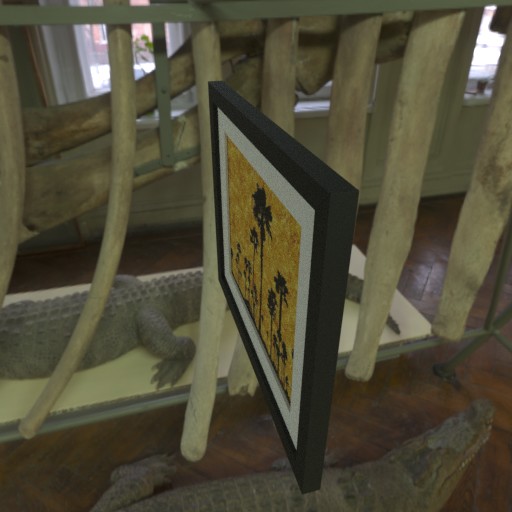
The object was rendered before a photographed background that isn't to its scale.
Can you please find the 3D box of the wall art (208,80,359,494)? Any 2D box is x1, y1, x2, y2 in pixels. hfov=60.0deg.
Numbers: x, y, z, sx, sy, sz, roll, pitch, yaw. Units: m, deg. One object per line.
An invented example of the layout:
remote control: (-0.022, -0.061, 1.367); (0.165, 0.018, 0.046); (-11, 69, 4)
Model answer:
wall art: (0.000, 0.000, 0.740); (0.028, 0.460, 0.561); (-9, 32, -14)
